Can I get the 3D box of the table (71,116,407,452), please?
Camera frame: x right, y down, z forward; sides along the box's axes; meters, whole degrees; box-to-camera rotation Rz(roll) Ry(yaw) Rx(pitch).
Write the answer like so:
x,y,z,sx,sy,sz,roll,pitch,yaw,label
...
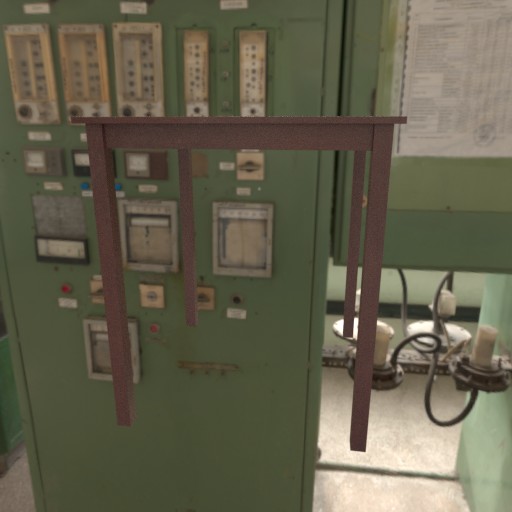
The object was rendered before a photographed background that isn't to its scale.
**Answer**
x,y,z,sx,sy,sz,roll,pitch,yaw,label
0.000,0.000,1.664,0.861,0.991,0.861,3,17,9,table
